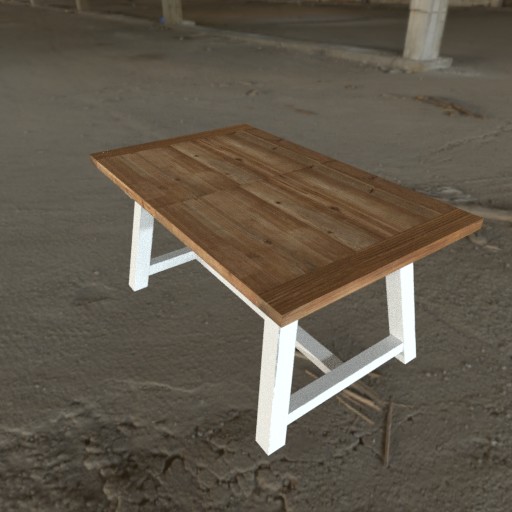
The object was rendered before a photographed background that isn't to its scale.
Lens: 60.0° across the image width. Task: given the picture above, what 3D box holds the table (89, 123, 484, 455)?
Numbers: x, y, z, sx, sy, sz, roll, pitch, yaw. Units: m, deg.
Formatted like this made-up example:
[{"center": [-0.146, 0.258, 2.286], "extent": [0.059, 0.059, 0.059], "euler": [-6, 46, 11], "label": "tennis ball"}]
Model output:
[{"center": [0.000, 0.000, 2.066], "extent": [0.922, 0.743, 1.503], "euler": [-21, 38, -30], "label": "table"}]
